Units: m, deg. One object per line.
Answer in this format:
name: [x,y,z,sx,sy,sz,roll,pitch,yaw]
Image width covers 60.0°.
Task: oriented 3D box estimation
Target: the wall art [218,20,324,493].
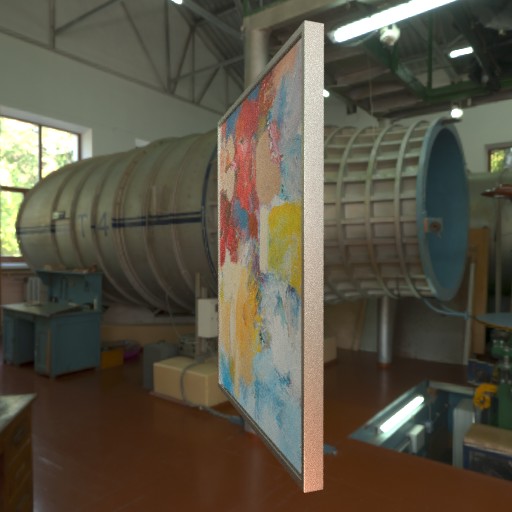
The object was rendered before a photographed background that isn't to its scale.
wall art: [0.000,0.000,0.748,0.025,0.569,0.444,0,1,-19]
